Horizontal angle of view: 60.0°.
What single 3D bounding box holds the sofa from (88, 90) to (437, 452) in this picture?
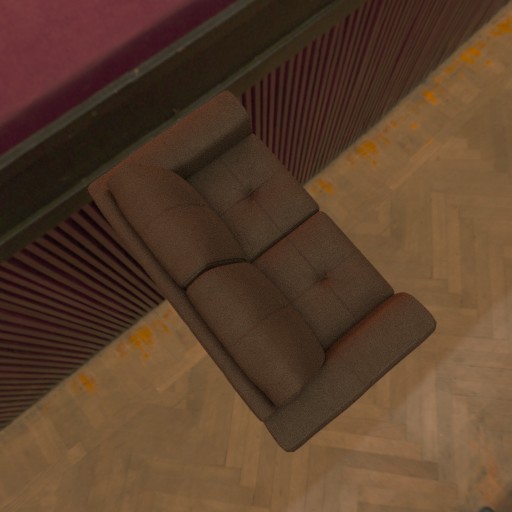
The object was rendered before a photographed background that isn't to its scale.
[{"bbox_3d":[0.000,0.000,2.431,1.018,0.907,1.806,-38,78,-9],"label":"sofa"}]
